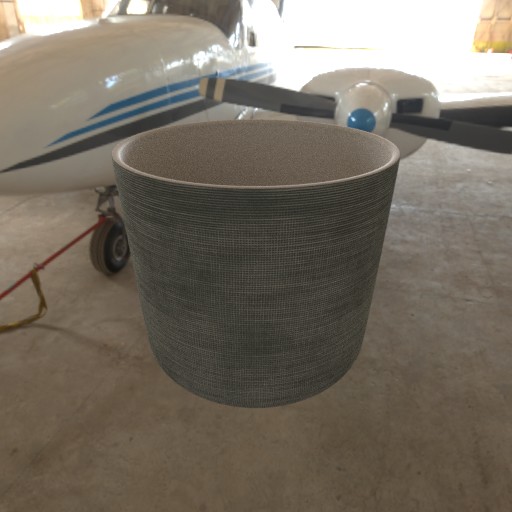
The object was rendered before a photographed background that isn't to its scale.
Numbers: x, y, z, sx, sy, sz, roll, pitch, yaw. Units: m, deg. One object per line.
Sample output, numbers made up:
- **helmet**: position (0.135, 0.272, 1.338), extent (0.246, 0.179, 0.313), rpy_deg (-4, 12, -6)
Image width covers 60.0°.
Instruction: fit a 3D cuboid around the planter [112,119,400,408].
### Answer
- **planter**: position (0.000, 0.000, 0.792), extent (0.440, 0.398, 0.440), rpy_deg (0, 27, 0)
